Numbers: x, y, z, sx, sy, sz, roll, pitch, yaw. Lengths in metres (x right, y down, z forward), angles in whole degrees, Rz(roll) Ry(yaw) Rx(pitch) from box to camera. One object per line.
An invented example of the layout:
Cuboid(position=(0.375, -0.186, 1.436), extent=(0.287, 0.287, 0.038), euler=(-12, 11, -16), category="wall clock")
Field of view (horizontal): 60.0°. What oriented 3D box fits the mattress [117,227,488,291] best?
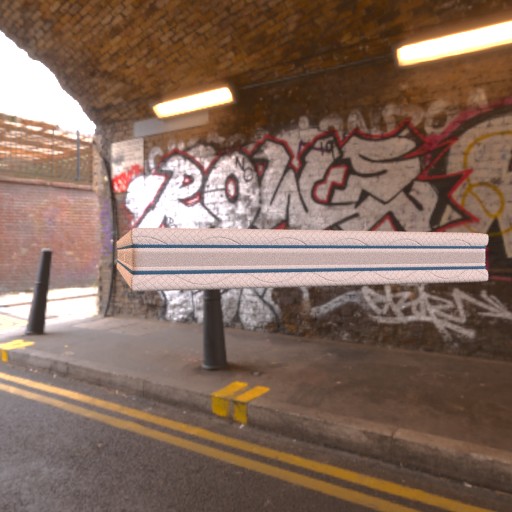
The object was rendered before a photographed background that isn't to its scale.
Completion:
Cuboid(position=(0.000, 0.000, 2.740), extent=(1.600, 0.230, 2.000), euler=(0, 1, -19), category="mattress")
